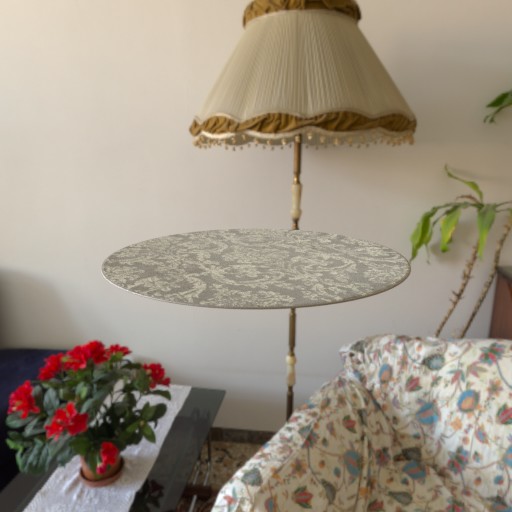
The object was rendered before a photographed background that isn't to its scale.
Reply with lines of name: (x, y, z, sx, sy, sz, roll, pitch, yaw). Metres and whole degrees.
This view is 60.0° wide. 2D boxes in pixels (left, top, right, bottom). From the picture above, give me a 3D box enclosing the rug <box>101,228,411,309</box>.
rug: (0.000, 0.000, 2.403, 1.593, 0.012, 1.593, 0, 14, 0)
